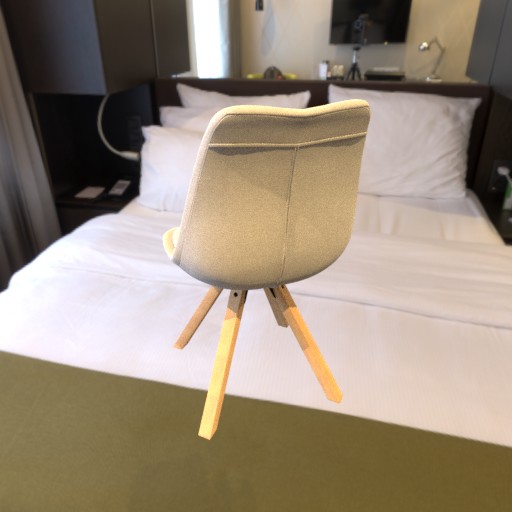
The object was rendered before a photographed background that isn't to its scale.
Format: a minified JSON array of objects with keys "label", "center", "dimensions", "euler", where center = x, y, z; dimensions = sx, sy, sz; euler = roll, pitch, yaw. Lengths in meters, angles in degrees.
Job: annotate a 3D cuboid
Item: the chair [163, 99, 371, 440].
[{"label":"chair","center":[0.000,0.000,1.200],"dimensions":[0.474,0.863,0.549],"euler":[-9,29,-16]}]
